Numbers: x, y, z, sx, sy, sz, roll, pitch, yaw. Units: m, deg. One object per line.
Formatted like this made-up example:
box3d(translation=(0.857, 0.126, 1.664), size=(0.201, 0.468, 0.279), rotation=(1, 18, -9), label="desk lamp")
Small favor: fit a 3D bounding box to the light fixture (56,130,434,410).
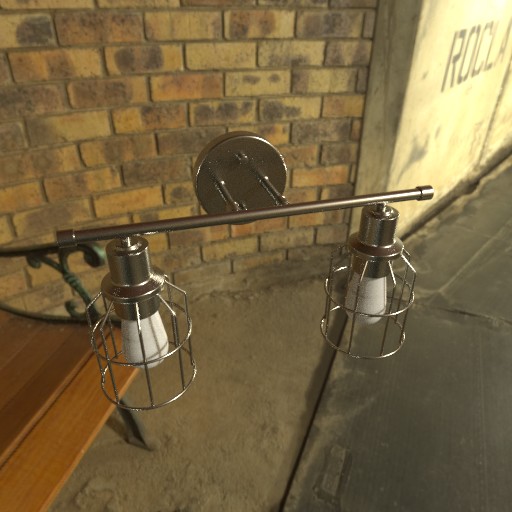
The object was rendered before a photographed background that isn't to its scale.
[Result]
box3d(translation=(0.000, 0.000, 0.527), size=(0.406, 0.254, 0.165), rotation=(-9, 32, -14), label="light fixture")
